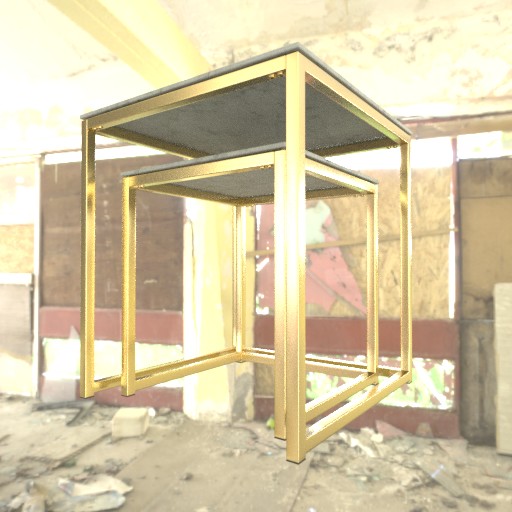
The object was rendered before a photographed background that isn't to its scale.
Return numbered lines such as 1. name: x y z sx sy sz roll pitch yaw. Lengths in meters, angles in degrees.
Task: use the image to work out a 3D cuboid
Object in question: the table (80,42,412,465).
1. table: 0.000 0.000 0.835 0.450 0.500 0.450 -1 -1 36
